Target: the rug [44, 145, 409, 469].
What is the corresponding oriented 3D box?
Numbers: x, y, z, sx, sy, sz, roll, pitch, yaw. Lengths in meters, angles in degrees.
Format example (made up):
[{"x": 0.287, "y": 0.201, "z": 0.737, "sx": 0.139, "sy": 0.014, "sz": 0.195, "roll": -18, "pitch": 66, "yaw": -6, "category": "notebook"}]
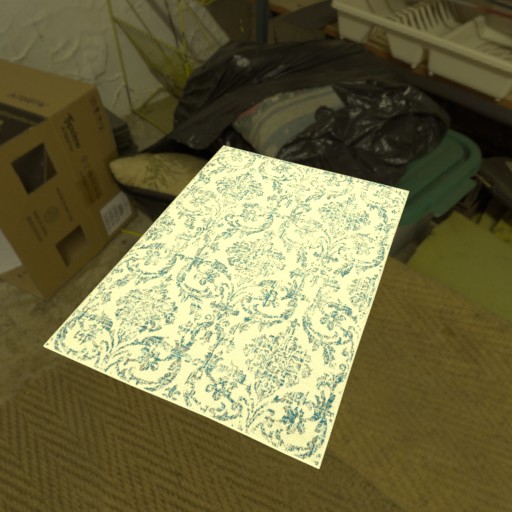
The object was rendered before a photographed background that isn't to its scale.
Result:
[{"x": 0.000, "y": 0.000, "z": 2.903, "sx": 1.586, "sy": 0.014, "sz": 2.197, "roll": 18, "pitch": 49, "yaw": 16, "category": "rug"}]
